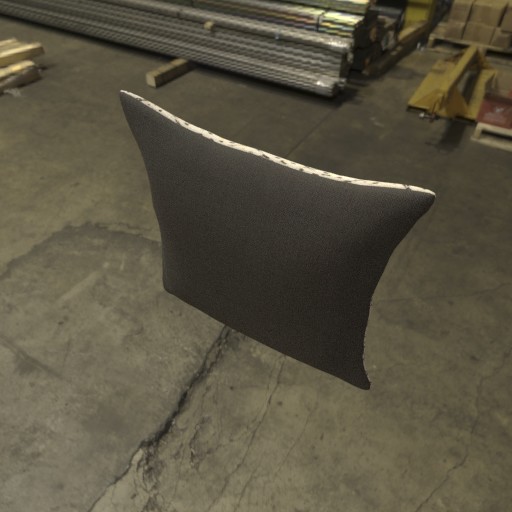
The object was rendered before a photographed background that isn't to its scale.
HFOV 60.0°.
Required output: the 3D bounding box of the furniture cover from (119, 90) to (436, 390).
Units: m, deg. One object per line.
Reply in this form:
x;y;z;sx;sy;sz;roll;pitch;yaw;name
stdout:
0.000;0.000;0.804;0.525;0.498;0.180;23;50;22;furniture cover
